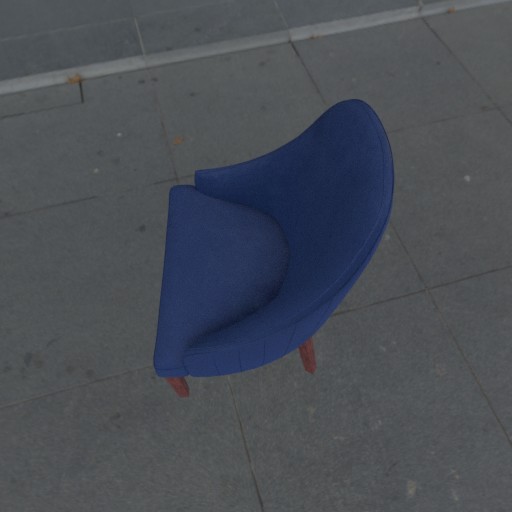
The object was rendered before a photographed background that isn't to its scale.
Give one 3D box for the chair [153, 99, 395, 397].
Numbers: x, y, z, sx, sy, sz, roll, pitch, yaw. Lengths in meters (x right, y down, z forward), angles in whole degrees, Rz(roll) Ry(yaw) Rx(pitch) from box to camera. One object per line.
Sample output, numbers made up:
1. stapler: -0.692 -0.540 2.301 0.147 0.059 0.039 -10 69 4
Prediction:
1. chair: 0.000 0.000 1.301 0.575 0.889 0.643 -1 60 -1
